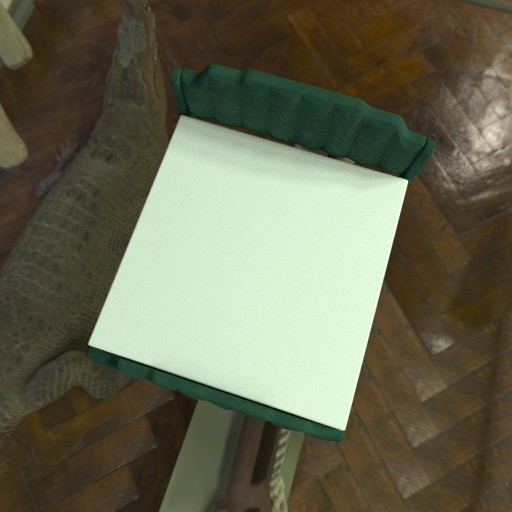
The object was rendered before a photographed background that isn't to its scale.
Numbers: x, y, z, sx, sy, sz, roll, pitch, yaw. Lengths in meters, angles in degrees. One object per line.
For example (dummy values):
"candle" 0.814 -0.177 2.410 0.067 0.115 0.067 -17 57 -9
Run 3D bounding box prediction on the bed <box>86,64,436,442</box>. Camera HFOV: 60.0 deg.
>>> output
"bed" 0.000 0.000 3.476 2.074 1.245 2.340 17 76 4
